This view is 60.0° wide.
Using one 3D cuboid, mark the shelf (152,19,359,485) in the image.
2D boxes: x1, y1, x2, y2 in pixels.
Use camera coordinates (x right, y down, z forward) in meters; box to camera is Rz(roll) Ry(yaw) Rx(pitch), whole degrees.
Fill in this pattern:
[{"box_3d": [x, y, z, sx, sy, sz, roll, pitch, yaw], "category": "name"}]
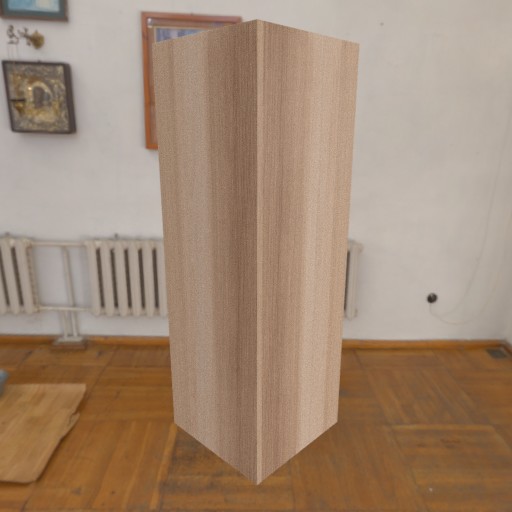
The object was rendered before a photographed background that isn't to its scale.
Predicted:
[{"box_3d": [0.000, 0.000, 0.995, 0.290, 0.872, 0.290, 15, 22, 42], "category": "shelf"}]
